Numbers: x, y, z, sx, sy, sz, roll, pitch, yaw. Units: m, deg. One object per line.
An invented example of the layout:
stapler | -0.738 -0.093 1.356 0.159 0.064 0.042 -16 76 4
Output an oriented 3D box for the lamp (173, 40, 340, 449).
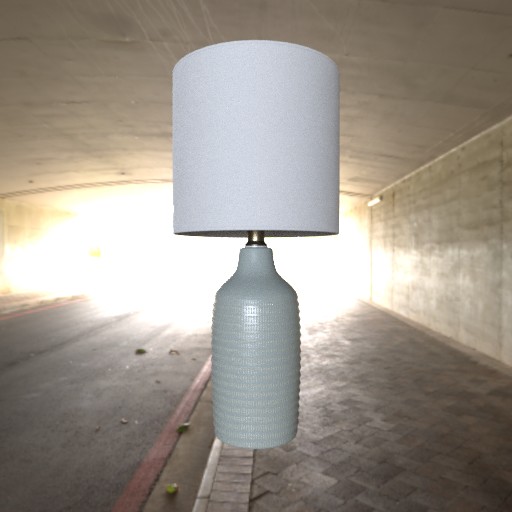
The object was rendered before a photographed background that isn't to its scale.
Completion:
lamp | 0.000 0.000 0.597 0.220 0.475 0.220 0 0 35
